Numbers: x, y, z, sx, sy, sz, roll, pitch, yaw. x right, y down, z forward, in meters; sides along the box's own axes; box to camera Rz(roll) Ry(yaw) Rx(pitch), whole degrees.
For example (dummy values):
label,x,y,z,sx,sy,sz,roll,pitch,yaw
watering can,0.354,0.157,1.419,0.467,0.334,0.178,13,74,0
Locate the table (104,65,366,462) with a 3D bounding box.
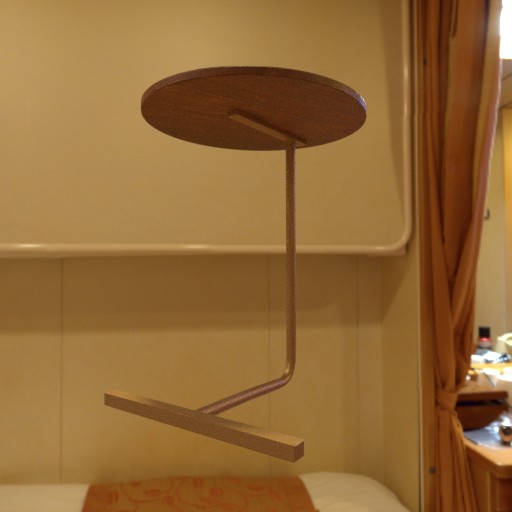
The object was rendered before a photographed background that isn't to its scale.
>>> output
label,x,y,z,sx,sy,sz,roll,pitch,yaw
table,0.000,0.000,1.106,0.530,0.706,0.577,-1,-1,36
